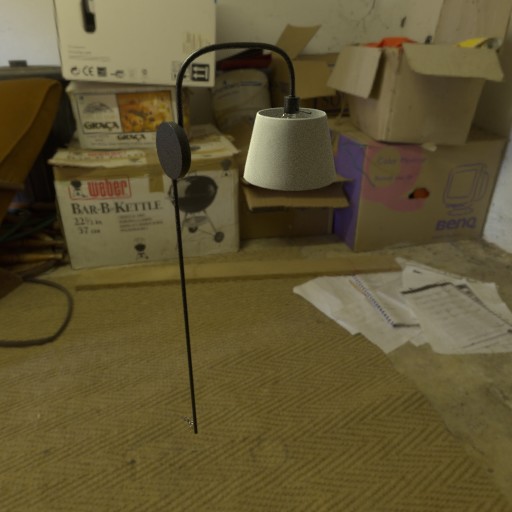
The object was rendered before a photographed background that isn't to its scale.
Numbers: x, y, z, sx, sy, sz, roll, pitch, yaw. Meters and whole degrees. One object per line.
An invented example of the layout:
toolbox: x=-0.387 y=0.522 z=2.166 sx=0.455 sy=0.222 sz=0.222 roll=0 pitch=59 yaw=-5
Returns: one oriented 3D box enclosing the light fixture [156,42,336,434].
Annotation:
light fixture: x=0.000 y=0.000 z=0.459 sx=0.176 sy=0.399 sz=0.092 roll=-19 pitch=32 yaw=-32
